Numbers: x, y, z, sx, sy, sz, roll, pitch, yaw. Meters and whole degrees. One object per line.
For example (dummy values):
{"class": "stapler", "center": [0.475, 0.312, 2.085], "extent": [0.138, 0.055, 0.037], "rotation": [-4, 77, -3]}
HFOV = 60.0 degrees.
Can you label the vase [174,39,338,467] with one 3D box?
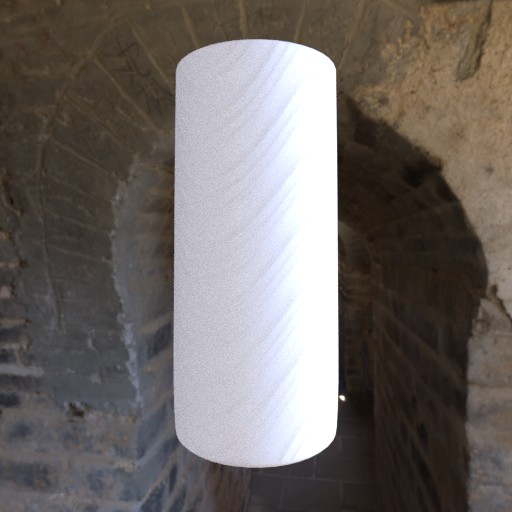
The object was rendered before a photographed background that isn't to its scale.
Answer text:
{"class": "vase", "center": [0.000, 0.000, 0.390], "extent": [0.143, 0.316, 0.143], "rotation": [0, 1, 0]}
